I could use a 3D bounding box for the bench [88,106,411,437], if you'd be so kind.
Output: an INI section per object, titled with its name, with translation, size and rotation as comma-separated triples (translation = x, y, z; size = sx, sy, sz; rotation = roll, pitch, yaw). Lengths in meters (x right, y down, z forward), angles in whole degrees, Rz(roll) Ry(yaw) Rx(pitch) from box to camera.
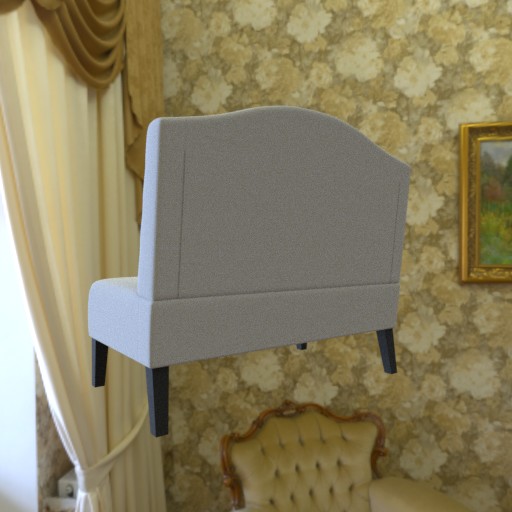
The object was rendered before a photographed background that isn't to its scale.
[bench]
translation = 0.000, 0.000, 2.093
size = 1.335, 1.180, 0.815
rotation = -1, 1, -37
